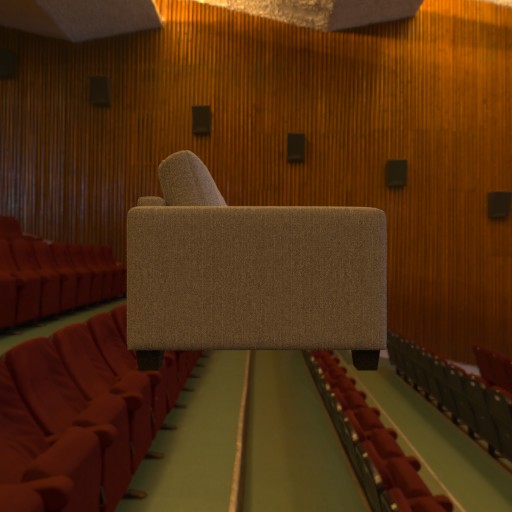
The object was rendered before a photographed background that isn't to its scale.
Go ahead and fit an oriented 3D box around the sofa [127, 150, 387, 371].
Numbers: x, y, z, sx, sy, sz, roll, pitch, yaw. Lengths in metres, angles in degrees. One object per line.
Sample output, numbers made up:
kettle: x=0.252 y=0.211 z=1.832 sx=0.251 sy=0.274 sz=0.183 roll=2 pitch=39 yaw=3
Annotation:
sofa: x=0.000 y=0.000 z=2.553 sx=0.900 sy=0.800 sz=2.120 roll=0 pitch=0 yaw=0
